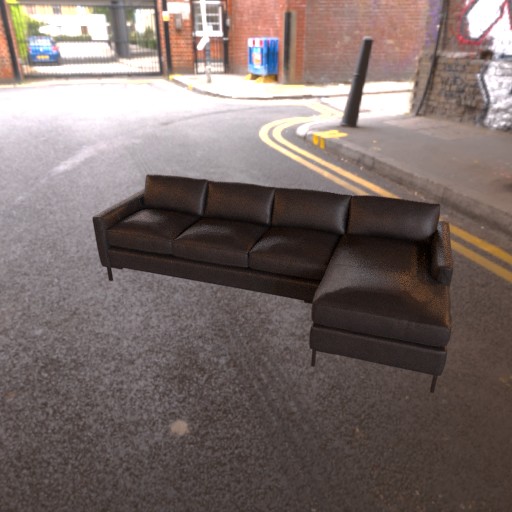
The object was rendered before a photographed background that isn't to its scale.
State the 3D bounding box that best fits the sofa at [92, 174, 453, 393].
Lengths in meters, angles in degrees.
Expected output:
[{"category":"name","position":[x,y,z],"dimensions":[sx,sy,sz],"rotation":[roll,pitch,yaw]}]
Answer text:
[{"category":"sofa","position":[0.000,0.000,3.688],"dimensions":[2.993,0.859,1.471],"rotation":[9,27,17]}]
